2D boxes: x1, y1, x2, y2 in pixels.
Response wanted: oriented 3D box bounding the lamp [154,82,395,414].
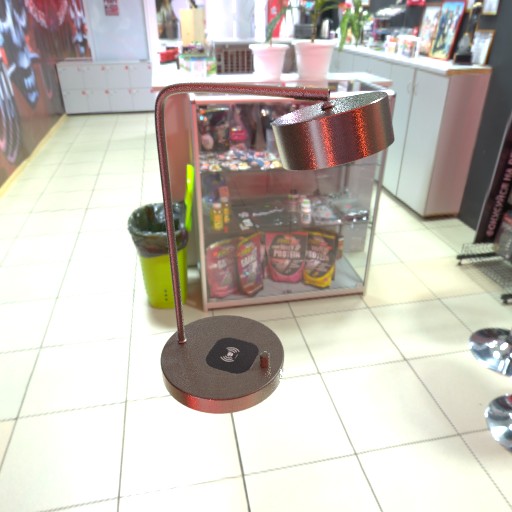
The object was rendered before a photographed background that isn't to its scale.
[{"bbox_3d":[0.000,0.000,0.641,0.334,0.469,0.211,11,31,19],"label":"lamp"}]
